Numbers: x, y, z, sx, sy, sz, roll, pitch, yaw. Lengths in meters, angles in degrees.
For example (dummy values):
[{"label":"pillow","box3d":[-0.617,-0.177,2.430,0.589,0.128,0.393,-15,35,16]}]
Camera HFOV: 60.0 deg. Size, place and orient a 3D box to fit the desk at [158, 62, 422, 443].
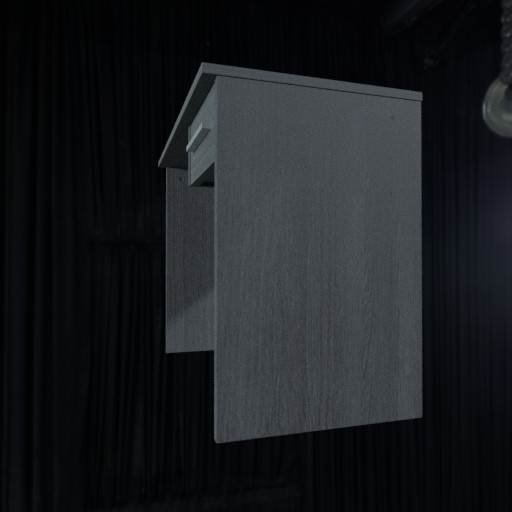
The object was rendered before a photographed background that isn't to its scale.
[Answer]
[{"label":"desk","box3d":[0.000,0.000,1.337,0.498,0.724,0.893,0,-1,-18]}]
